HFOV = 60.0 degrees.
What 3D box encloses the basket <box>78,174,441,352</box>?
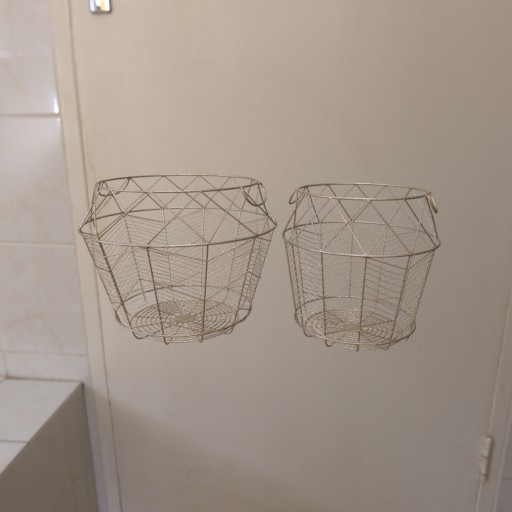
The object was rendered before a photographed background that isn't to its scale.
[{"bbox_3d":[0.000,0.000,1.036,0.805,0.343,0.451,2,16,7],"label":"basket"}]
